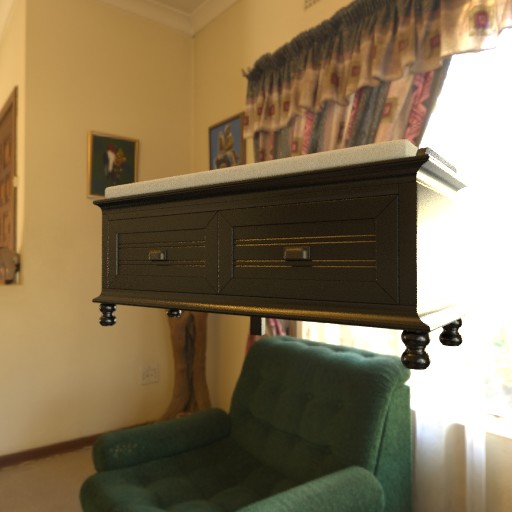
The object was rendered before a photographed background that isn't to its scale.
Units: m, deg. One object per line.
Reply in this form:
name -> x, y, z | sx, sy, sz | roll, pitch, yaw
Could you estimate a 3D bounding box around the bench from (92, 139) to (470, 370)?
bench -> 0.000, 0.000, 1.427 | 1.185, 0.501, 0.402 | -1, -1, 36
